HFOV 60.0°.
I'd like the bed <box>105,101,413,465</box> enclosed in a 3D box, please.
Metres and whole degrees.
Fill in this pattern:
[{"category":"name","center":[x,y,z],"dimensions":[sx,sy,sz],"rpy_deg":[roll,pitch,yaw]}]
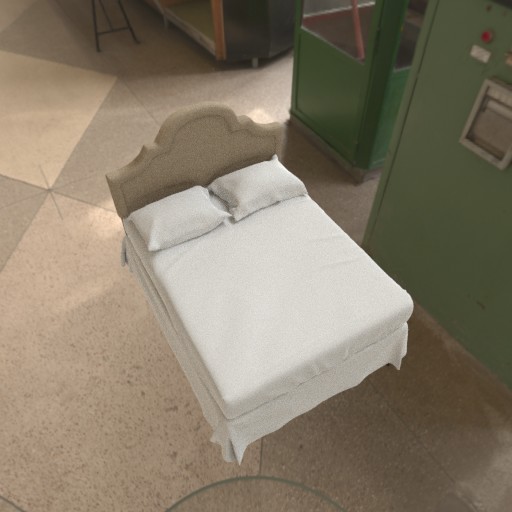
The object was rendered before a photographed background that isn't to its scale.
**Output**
[{"category":"bed","center":[0.000,0.000,3.450],"dimensions":[1.780,1.634,2.222],"rpy_deg":[-23,52,-20]}]
